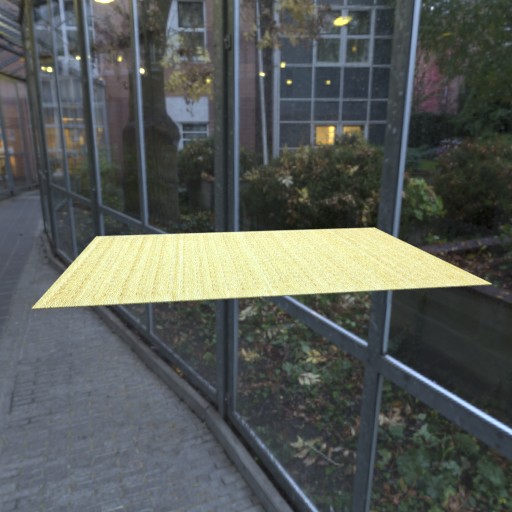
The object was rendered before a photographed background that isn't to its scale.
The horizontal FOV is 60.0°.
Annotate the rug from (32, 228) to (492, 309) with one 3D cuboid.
[{"bbox_3d":[0.000,0.000,2.898,2.286,0.006,1.524,-2,15,-8],"label":"rug"}]
